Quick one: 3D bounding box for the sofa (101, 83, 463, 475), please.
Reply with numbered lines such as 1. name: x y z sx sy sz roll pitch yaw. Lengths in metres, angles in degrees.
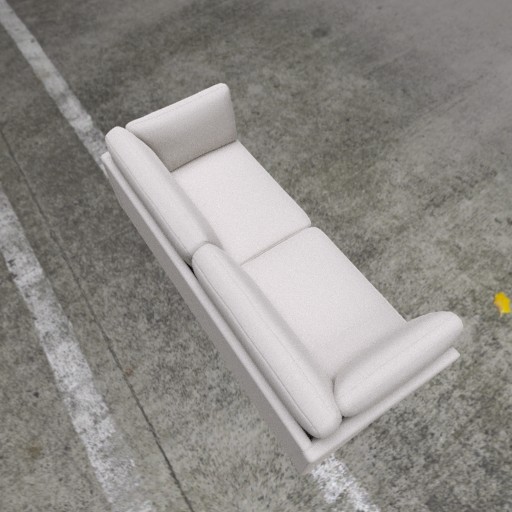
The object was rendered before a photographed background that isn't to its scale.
1. sofa: 0.000 0.000 2.720 0.957 0.863 2.301 -30 63 -17
